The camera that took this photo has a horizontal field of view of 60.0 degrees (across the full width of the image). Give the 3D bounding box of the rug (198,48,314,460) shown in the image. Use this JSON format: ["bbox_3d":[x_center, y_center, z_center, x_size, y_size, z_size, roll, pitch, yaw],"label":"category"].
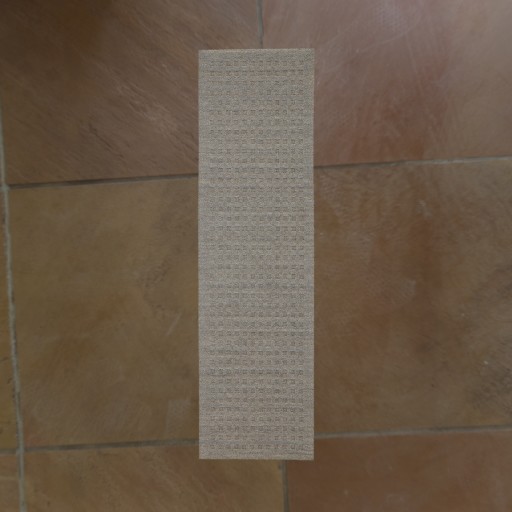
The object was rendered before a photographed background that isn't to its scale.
[{"bbox_3d":[0.000,0.000,2.634,0.688,0.005,2.437,0,91,1],"label":"rug"}]
